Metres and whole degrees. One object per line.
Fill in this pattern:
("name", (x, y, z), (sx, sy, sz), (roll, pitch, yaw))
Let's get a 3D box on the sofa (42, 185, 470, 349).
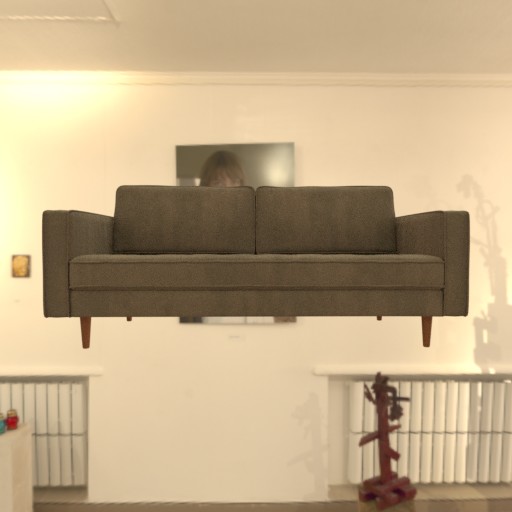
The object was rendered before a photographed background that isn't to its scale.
("sofa", (0.000, 0.000, 2.397), (1.920, 0.825, 0.924), (0, 1, -1))
